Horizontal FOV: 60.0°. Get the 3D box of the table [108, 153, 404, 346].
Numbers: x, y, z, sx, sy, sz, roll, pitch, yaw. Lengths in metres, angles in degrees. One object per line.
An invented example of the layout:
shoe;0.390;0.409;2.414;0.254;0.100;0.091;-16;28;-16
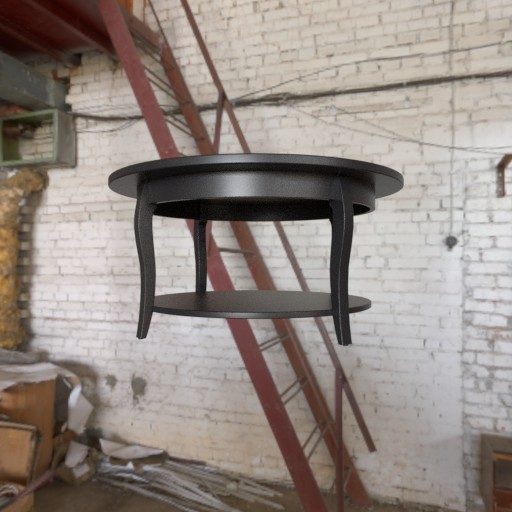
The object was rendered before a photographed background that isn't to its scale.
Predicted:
table;0.000;0.000;1.444;0.914;0.457;0.914;0;0;0
